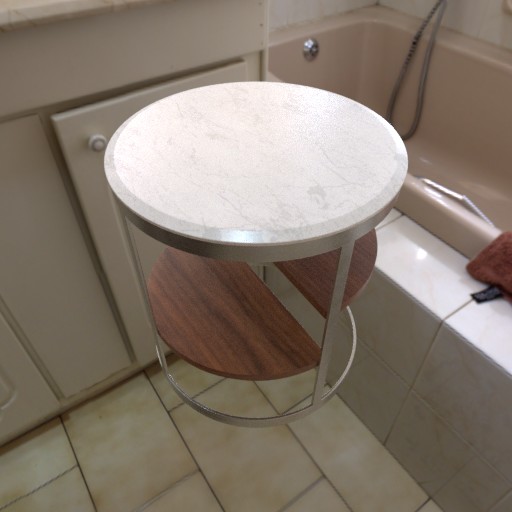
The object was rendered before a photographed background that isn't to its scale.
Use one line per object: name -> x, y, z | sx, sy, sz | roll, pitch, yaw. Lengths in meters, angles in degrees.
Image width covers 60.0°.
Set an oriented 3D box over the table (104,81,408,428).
table -> 0.000, 0.000, 0.763 | 0.407, 0.447, 0.407 | 0, 44, 0
